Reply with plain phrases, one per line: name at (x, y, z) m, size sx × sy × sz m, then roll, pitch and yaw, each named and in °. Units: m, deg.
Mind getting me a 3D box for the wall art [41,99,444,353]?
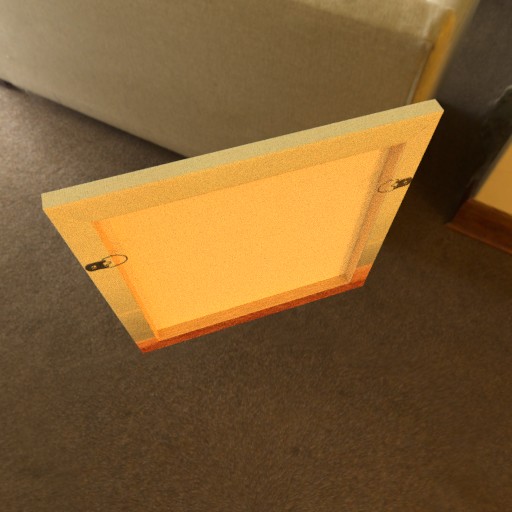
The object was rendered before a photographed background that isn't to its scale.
wall art at (0.000, 0.000, 0.904) m, size 0.605 × 0.605 × 0.034 m, roll -16°, pitch 61°, yaw -9°
